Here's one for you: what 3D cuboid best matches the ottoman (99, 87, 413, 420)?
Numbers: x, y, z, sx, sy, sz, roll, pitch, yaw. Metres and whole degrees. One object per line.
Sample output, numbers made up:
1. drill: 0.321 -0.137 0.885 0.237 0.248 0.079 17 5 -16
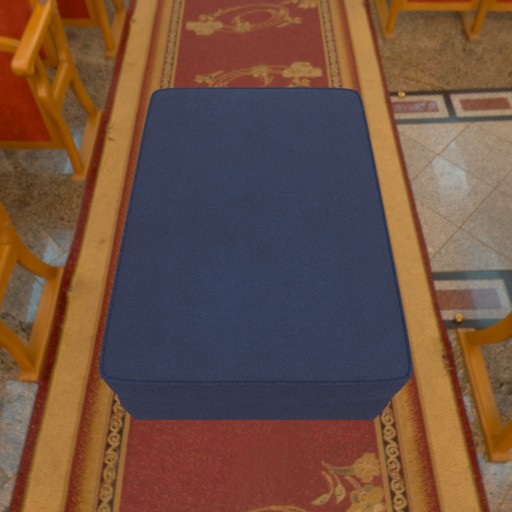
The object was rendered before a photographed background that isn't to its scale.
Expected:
1. ottoman: 0.000 0.000 1.384 0.686 0.584 0.965 0 58 0
